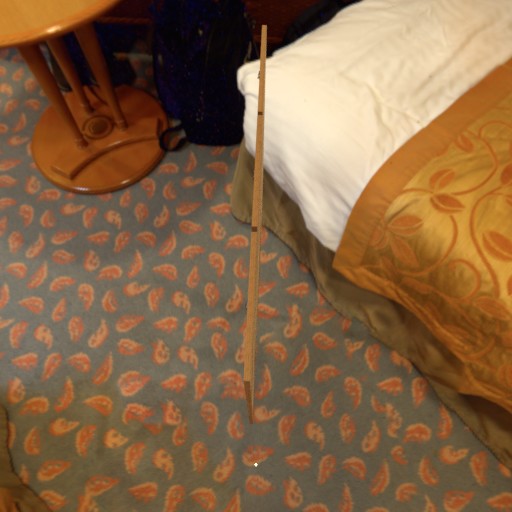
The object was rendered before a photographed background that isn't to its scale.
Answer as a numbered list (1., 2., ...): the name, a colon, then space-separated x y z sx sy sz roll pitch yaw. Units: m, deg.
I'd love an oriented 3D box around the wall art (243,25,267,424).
1. wall art: 0.000 0.000 1.384 0.018 0.913 0.915 2 65 1
